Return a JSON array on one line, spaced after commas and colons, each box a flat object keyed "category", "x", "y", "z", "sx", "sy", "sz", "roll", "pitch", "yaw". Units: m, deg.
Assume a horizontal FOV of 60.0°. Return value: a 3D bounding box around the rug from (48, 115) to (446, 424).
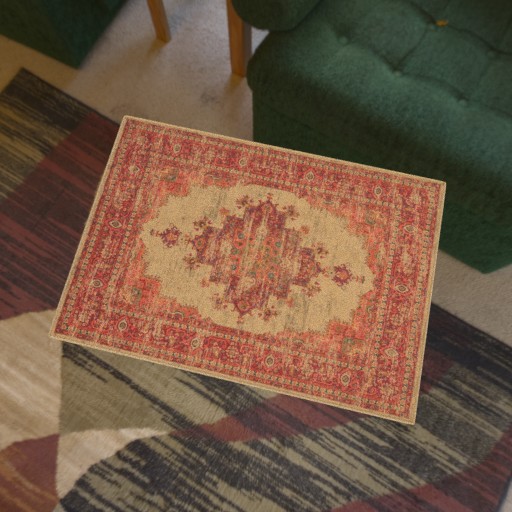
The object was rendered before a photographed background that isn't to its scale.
[{"category": "rug", "x": 0.000, "y": 0.000, "z": 2.809, "sx": 2.232, "sy": 0.011, "sz": 1.555, "roll": 13, "pitch": 76, "yaw": 3}]
